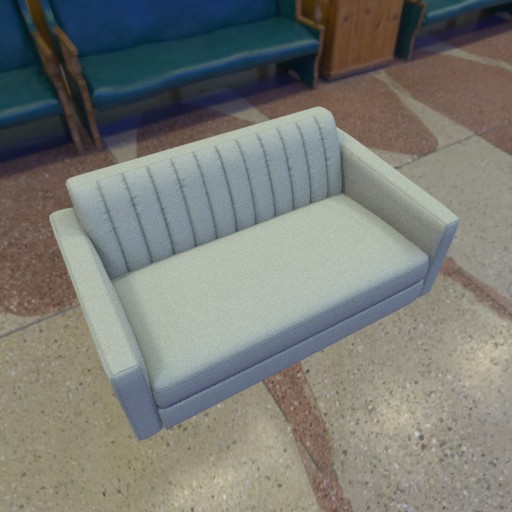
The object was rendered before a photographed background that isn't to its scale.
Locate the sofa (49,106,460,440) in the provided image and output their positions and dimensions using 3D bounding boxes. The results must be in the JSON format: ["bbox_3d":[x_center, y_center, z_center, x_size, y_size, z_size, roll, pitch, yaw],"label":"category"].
[{"bbox_3d":[0.000,0.000,2.114,1.585,0.801,0.950,-22,50,-20],"label":"sofa"}]
